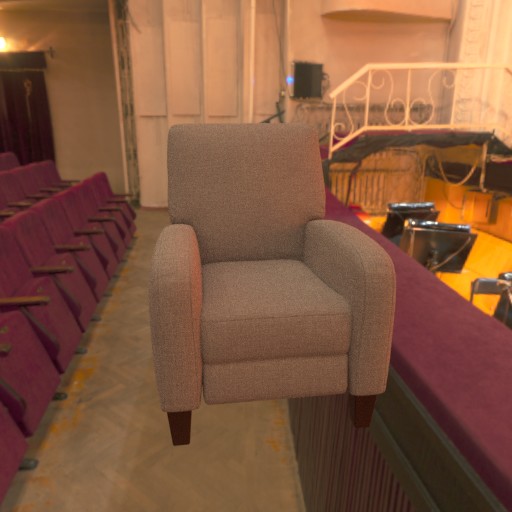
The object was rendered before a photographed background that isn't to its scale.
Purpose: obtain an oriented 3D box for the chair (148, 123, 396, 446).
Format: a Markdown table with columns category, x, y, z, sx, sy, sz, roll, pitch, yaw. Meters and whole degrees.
| category | x | y | z | sx | sy | sz | roll | pitch | yaw |
| --- | --- | --- | --- | --- | --- | --- | --- | --- | --- |
| chair | 0.000 | 0.000 | 1.726 | 0.762 | 0.990 | 0.990 | -2 | 17 | -8 |
